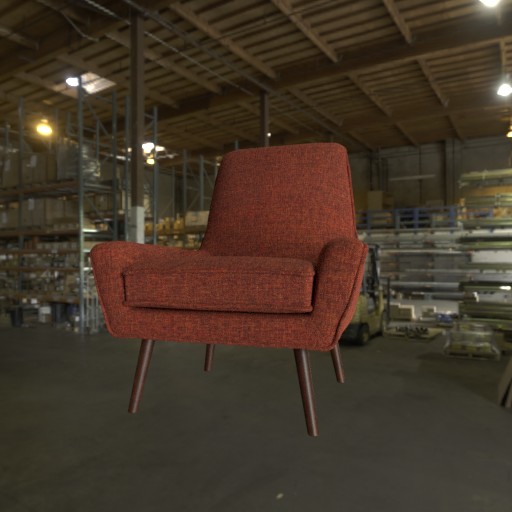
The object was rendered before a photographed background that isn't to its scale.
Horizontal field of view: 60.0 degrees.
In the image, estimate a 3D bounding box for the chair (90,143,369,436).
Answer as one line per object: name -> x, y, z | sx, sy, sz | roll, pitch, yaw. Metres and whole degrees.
chair -> 0.000, 0.000, 1.523 | 0.803, 0.911, 0.784 | 0, -1, 19
